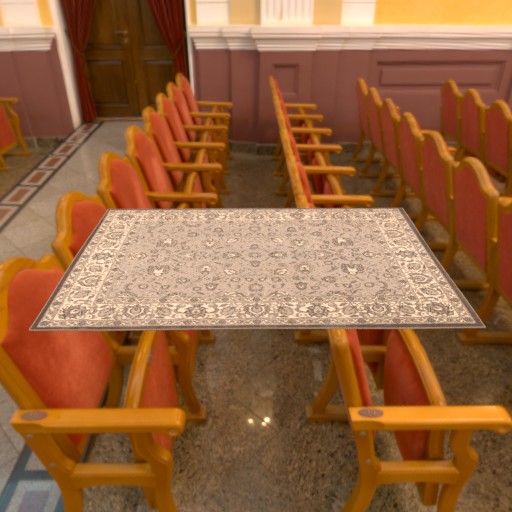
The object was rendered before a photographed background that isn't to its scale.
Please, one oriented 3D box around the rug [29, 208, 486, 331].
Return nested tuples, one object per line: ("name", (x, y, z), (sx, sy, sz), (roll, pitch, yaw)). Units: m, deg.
("rug", (0.000, 0.000, 3.005), (2.438, 0.011, 1.524), (0, 31, 0))
